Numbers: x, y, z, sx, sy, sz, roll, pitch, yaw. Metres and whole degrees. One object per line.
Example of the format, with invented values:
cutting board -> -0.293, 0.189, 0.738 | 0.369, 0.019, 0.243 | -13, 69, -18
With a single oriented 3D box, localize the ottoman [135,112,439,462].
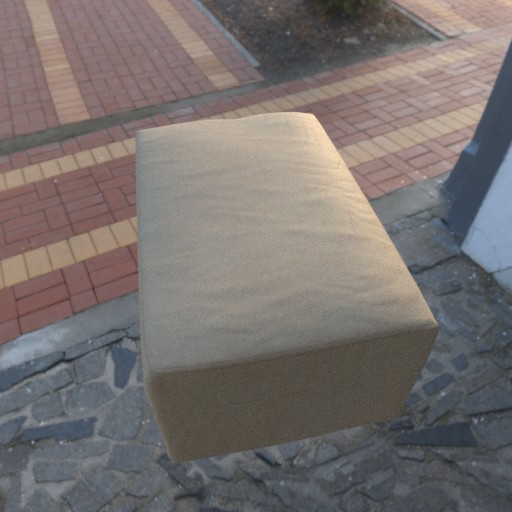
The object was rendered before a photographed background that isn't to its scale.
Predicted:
ottoman -> 0.000, 0.000, 1.198 | 0.590, 0.444, 0.872 | -8, 47, -8
